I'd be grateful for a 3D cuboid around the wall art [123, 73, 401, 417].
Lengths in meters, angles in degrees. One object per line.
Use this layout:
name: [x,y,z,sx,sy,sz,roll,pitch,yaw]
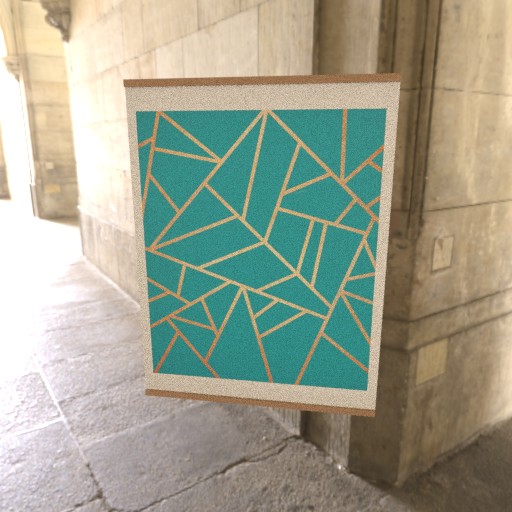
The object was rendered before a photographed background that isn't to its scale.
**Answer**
wall art: [0.000,0.000,0.805,0.459,0.608,0.012,2,15,9]
